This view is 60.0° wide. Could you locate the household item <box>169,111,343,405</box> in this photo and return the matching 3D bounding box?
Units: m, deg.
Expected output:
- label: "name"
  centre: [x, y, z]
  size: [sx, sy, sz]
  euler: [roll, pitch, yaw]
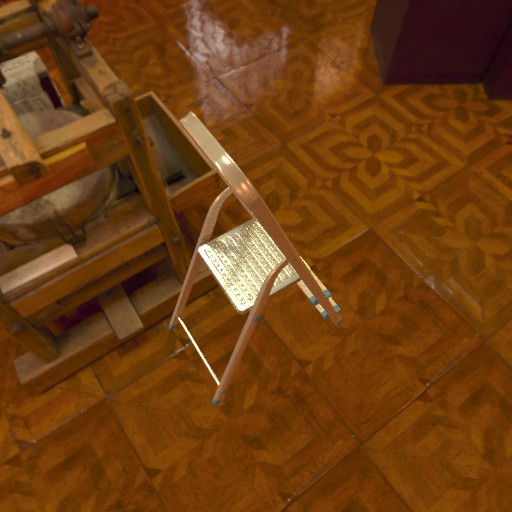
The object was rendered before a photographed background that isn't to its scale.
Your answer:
- label: "household item"
  centre: [0.000, 0.000, 1.512]
  size: [0.687, 1.215, 0.420]
  euler: [-29, 63, -16]
